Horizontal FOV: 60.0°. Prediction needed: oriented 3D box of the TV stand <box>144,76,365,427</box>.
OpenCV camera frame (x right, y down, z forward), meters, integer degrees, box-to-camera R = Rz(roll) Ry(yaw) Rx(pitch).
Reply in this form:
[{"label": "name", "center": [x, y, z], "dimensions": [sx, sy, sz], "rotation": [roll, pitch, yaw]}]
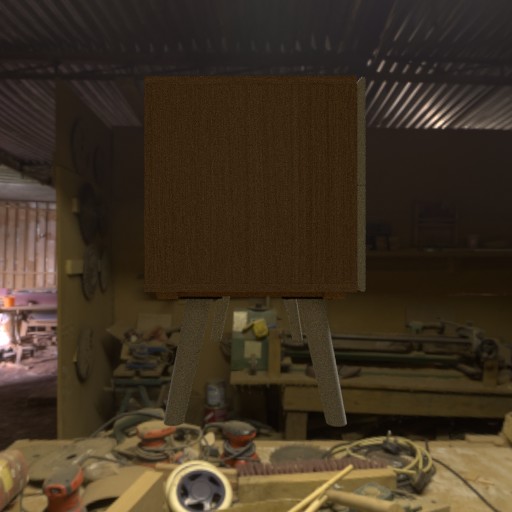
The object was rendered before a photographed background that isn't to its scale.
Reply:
[{"label": "TV stand", "center": [0.000, 0.000, 1.309], "dimensions": [0.407, 0.660, 0.991], "rotation": [0, 0, 0]}]
